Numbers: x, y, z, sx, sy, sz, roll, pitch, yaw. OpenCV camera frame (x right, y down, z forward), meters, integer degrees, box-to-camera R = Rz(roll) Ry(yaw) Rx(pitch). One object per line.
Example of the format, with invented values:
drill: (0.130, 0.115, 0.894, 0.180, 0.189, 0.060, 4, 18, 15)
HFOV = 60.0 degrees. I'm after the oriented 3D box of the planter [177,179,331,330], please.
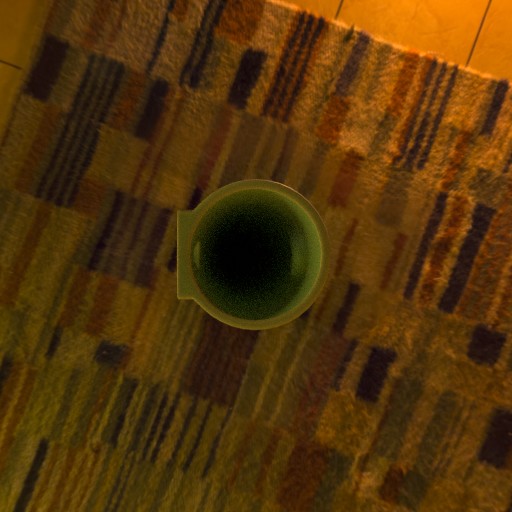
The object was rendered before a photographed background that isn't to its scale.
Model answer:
planter: (0.000, 0.000, 0.292, 0.055, 0.268, 0.054, 0, 90, 0)
